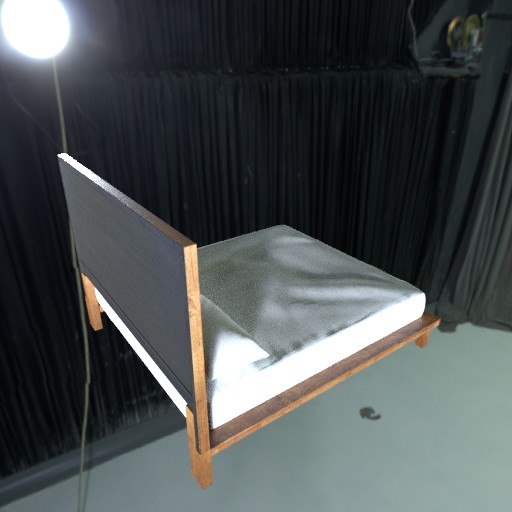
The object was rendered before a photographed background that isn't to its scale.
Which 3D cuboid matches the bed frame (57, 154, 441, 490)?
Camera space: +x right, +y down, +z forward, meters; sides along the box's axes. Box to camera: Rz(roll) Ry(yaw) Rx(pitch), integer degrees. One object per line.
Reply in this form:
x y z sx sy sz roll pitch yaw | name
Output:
0.000 0.000 3.533 2.235 1.537 2.038 -18 31 -32 | bed frame
